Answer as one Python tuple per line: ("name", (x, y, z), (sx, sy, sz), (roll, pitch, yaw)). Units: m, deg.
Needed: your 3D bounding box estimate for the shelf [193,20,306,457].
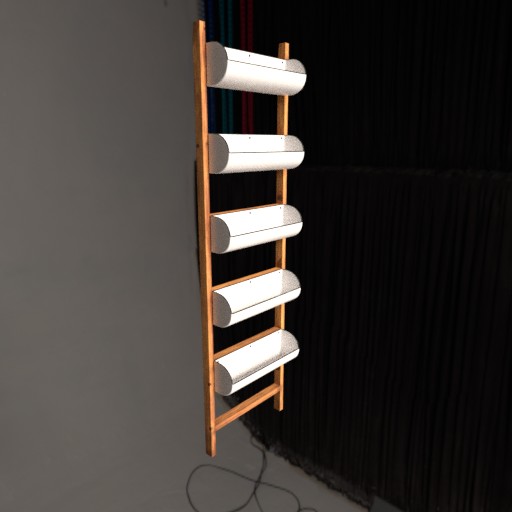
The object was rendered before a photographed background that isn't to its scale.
("shelf", (0.000, 0.000, 1.727), (0.141, 1.600, 0.454), (13, 19, 41))
